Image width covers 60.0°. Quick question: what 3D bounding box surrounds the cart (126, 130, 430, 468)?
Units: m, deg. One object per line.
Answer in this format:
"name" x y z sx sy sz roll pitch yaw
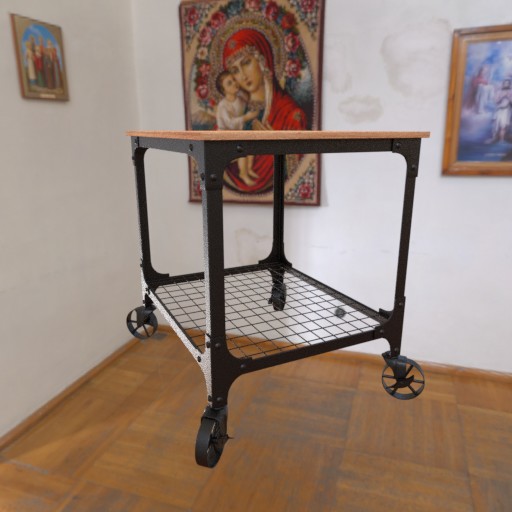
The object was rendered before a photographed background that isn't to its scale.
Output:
"cart" 0.000 0.000 1.113 0.558 0.603 0.666 -8 18 -25
